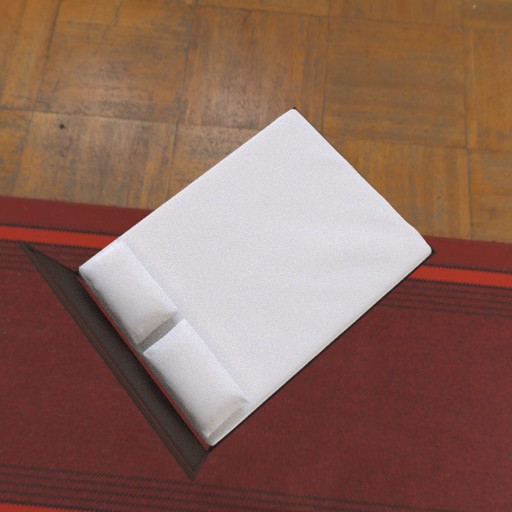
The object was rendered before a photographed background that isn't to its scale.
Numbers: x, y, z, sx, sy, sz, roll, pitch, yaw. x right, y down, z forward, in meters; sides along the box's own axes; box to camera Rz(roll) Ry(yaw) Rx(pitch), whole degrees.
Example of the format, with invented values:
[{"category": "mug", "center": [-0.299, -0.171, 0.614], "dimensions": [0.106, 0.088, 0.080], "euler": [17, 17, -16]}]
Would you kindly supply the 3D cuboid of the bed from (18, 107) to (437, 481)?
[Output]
[{"category": "bed", "center": [0.000, 0.000, 3.025], "dimensions": [2.122, 1.173, 1.572], "euler": [-39, 78, -10]}]
